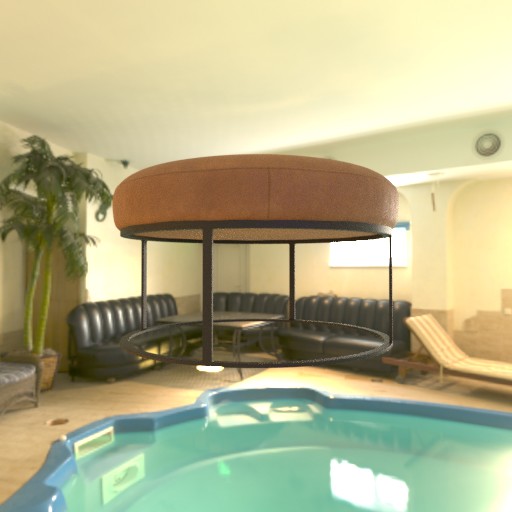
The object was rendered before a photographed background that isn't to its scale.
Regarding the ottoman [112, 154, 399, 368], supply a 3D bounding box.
[{"bbox_3d":[0.000,0.000,1.253,0.771,0.460,0.771,0,-1,0],"label":"ottoman"}]
